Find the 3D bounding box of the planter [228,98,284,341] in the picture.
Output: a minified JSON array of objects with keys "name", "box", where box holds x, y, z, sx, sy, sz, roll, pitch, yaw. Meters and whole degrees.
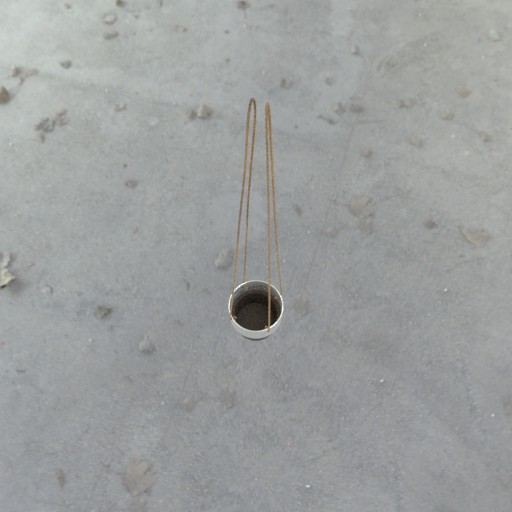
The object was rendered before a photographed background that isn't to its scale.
[{"name":"planter","box":[0.000,0.000,1.163,0.187,1.073,0.187,17,65,8]}]
